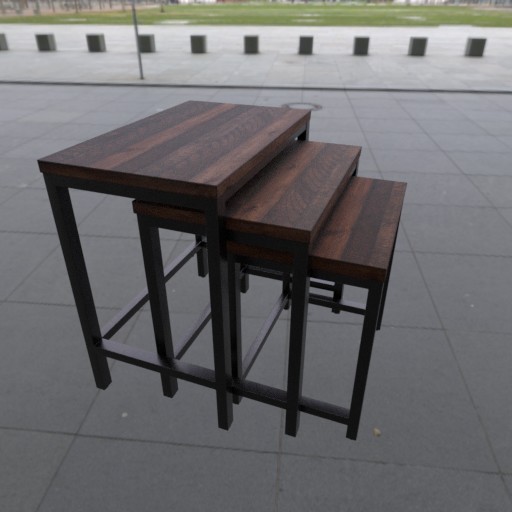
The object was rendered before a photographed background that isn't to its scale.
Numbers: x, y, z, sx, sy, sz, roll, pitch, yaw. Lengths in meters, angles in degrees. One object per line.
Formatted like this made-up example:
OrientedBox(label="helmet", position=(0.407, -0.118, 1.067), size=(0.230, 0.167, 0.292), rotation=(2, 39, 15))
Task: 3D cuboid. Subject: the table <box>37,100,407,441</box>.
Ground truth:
OrientedBox(label="table", position=(0.000, 0.000, 1.139), size=(0.660, 0.616, 0.608), rotation=(11, 32, 18))
